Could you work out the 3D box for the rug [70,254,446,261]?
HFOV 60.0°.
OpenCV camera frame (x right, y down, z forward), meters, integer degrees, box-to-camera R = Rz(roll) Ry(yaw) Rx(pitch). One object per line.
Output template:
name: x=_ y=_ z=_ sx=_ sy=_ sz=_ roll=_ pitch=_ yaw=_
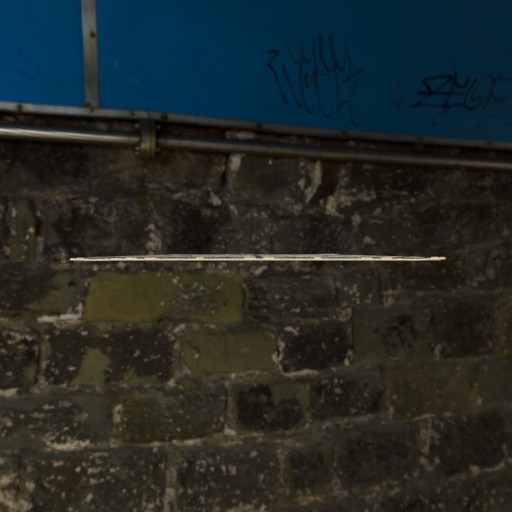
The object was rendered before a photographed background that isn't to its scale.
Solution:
rug: x=0.000 y=0.000 z=2.102 sx=1.072 sy=0.013 sz=1.698 roll=0 pitch=0 yaw=-1
